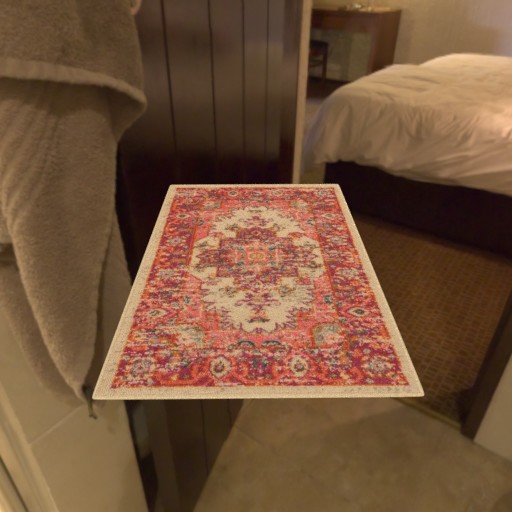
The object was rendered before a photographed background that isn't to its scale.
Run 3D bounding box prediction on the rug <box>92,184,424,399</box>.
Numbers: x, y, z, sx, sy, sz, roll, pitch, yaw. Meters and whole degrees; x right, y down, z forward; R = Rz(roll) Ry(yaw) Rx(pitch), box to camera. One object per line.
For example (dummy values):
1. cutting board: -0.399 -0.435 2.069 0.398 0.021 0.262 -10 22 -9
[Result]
1. rug: 0.000 0.000 1.100 0.556 0.004 0.868 0 33 -1
